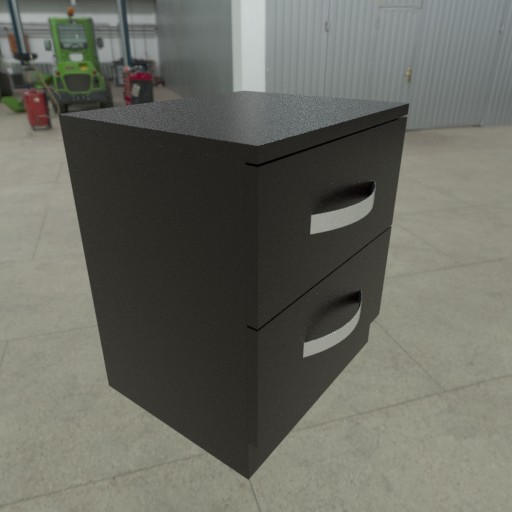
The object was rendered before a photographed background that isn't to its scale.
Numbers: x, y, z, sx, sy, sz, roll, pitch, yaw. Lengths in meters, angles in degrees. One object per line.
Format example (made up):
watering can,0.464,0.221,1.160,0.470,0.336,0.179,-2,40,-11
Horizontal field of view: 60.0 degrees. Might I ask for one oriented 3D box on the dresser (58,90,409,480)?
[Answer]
dresser,0.000,0.000,0.740,0.360,0.470,0.400,18,31,33
